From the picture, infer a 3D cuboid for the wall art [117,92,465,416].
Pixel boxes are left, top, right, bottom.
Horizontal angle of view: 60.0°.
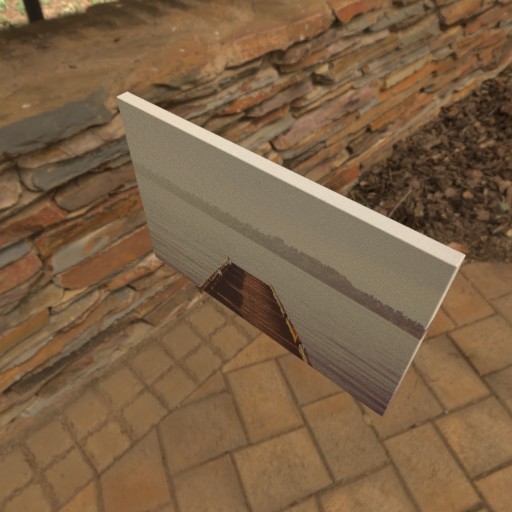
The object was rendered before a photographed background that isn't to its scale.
[{"bbox_3d":[0.000,0.000,1.178,0.916,0.609,0.037,32,54,26],"label":"wall art"}]
